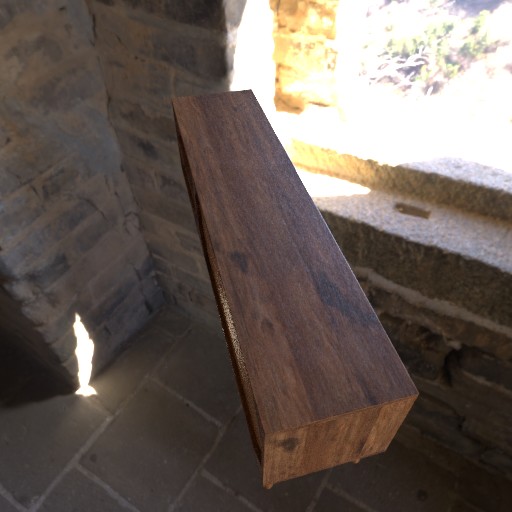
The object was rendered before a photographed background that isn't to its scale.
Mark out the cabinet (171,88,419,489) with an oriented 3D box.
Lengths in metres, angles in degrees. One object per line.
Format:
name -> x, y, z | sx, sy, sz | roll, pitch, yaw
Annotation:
cabinet -> 0.000, 0.000, 1.602 | 0.349, 0.528, 1.448 | -11, 48, -10
